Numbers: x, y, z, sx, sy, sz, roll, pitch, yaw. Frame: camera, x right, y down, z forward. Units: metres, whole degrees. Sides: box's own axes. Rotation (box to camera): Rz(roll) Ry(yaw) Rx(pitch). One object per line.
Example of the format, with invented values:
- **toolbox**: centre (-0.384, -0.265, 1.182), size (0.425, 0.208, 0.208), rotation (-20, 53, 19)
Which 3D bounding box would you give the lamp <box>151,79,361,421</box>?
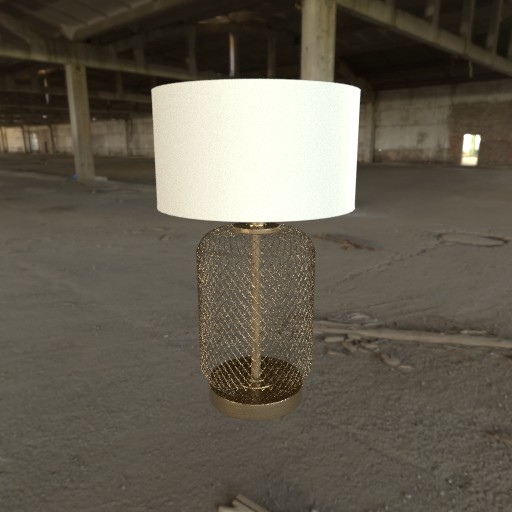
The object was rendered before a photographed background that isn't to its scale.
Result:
- **lamp**: centre (0.000, 0.000, 0.834), size (0.353, 0.578, 0.353), rotation (0, 14, 0)
